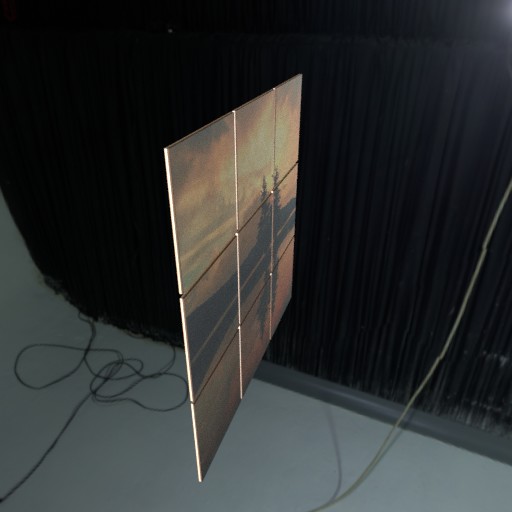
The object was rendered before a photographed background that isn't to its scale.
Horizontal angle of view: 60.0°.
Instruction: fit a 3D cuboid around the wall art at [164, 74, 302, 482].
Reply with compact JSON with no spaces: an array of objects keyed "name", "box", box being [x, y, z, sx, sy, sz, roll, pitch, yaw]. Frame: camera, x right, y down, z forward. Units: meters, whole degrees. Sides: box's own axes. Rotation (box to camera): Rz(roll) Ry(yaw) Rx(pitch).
[{"name":"wall art","box":[0.000,0.000,1.791,0.013,1.218,1.216,10,31,17]}]
